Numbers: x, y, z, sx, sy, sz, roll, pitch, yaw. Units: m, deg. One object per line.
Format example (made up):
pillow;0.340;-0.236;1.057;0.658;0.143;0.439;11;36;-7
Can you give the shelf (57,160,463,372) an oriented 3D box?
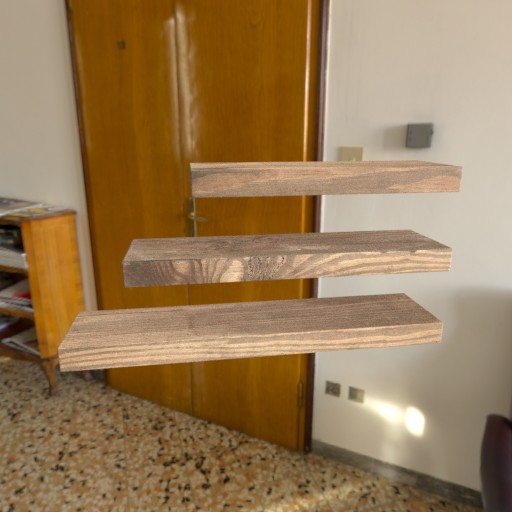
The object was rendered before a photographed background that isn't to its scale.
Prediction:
shelf;0.000;0.000;0.729;0.610;0.293;0.140;-2;16;-8
